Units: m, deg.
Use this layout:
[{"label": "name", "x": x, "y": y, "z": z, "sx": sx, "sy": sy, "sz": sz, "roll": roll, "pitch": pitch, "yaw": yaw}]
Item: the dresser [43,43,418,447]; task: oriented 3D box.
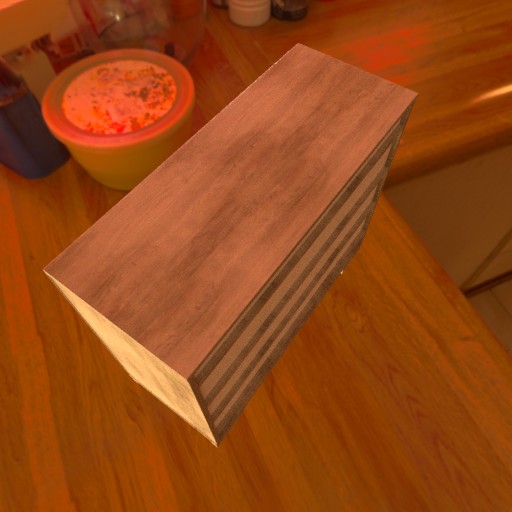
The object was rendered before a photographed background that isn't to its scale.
[{"label": "dresser", "x": 0.000, "y": 0.000, "z": 1.439, "sx": 0.404, "sy": 0.816, "sz": 0.994, "roll": 32, "pitch": 63, "yaw": 18}]
